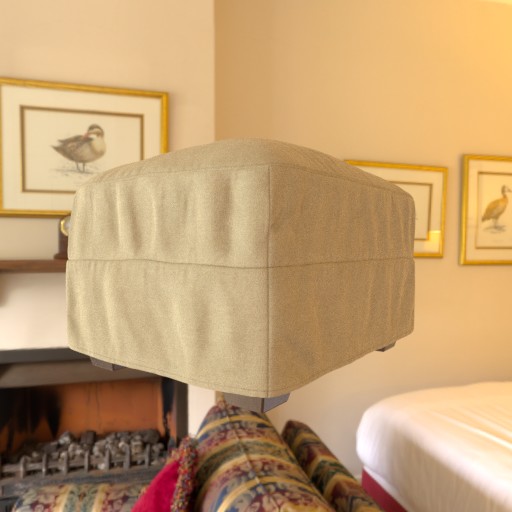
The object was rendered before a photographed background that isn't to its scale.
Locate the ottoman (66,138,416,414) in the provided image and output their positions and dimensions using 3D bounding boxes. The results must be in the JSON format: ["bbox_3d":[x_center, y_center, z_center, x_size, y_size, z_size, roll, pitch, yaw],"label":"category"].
[{"bbox_3d":[0.000,0.000,1.064,0.584,0.480,0.712,1,2,37],"label":"ottoman"}]
